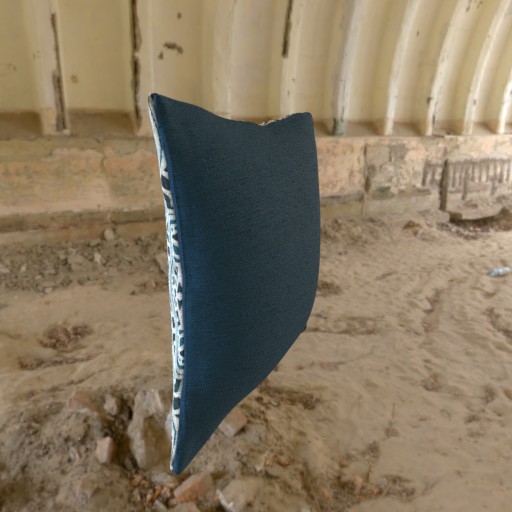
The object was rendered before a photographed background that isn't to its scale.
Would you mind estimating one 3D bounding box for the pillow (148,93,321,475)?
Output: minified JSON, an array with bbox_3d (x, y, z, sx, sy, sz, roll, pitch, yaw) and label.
[{"bbox_3d":[0.000,0.000,0.645,0.145,0.420,0.440,8,18,25],"label":"pillow"}]
